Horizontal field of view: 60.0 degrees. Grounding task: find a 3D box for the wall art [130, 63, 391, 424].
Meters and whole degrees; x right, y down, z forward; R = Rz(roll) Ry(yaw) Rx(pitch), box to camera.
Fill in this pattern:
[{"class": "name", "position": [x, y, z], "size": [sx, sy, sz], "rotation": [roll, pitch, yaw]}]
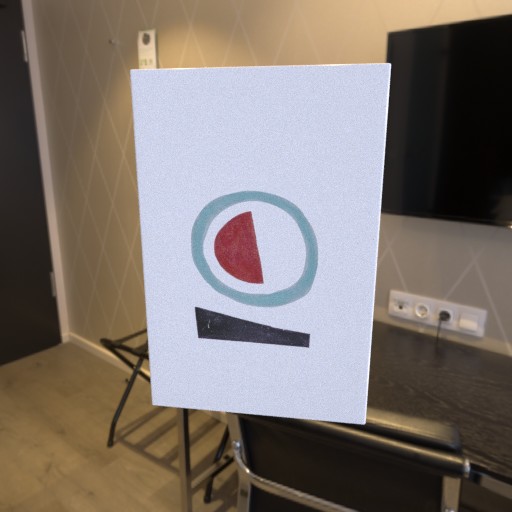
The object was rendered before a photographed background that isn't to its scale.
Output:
[{"class": "wall art", "position": [0.000, 0.000, 1.140], "size": [0.602, 0.902, 0.048], "rotation": [2, 15, 8]}]
